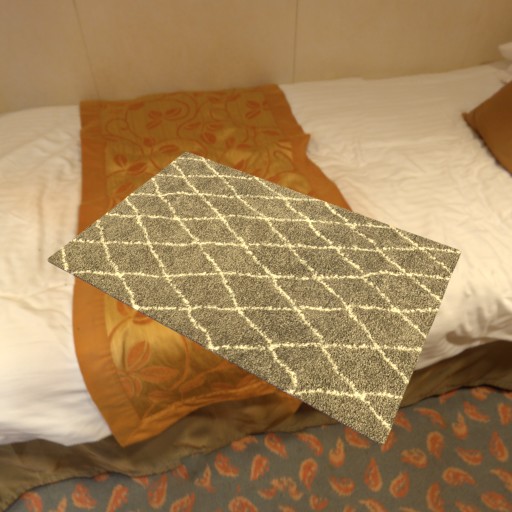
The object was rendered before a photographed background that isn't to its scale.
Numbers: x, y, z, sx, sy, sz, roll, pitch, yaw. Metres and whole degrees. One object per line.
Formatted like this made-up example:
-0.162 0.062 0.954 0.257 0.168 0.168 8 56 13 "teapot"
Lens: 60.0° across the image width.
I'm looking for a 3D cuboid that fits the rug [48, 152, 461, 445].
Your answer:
0.000 0.000 3.485 2.743 0.030 1.778 24 50 21 "rug"
